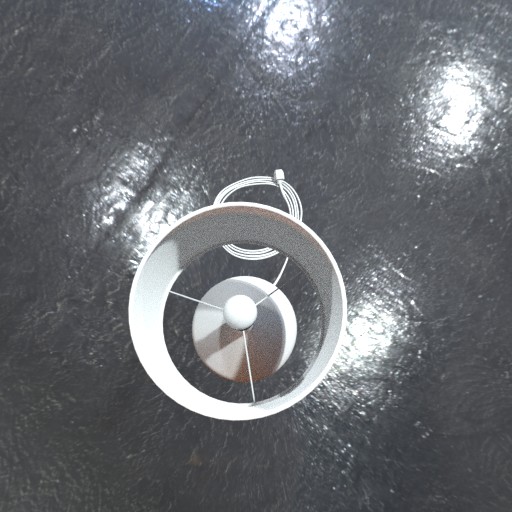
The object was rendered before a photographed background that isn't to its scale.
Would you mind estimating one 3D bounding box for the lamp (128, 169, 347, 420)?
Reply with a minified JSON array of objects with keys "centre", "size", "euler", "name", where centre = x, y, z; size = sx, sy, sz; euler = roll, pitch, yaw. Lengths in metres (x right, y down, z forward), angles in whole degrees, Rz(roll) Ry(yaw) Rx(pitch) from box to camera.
[{"centre":[0.000,0.000,0.868],"size":[0.401,0.457,0.546],"euler":[32,78,8],"name":"lamp"}]
